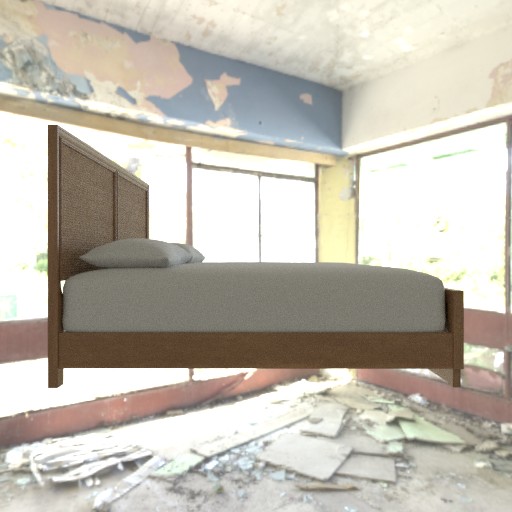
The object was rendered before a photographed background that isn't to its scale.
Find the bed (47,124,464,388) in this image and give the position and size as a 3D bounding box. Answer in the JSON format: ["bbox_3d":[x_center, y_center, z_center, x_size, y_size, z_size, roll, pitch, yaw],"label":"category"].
[{"bbox_3d":[0.000,0.000,3.327,2.184,1.387,2.003,0,0,0],"label":"bed"}]
